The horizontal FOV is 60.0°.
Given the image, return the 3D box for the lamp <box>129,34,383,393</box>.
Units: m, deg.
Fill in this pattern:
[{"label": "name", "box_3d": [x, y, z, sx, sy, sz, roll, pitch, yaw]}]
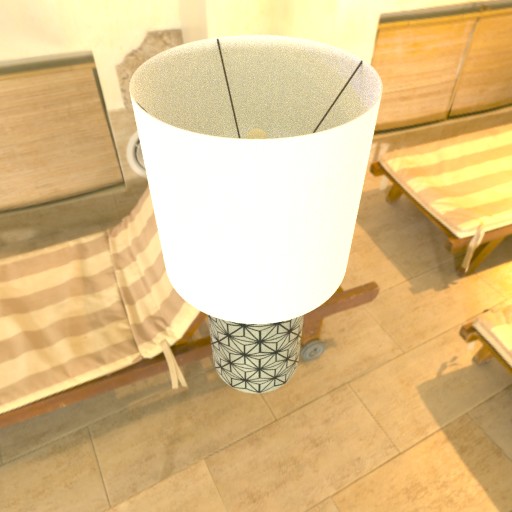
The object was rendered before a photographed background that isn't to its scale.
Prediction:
[{"label": "lamp", "box_3d": [0.000, 0.000, 0.513, 0.206, 0.416, 0.206, -16, 46, -16]}]
